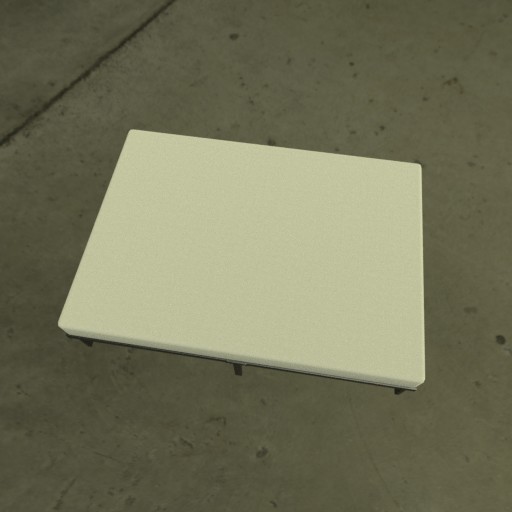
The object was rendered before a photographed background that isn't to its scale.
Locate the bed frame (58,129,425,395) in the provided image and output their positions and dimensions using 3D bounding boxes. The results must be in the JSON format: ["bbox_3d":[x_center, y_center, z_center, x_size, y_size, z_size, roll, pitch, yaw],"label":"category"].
[{"bbox_3d":[0.000,0.000,3.789,2.842,0.680,2.205,14,64,7],"label":"bed frame"}]
